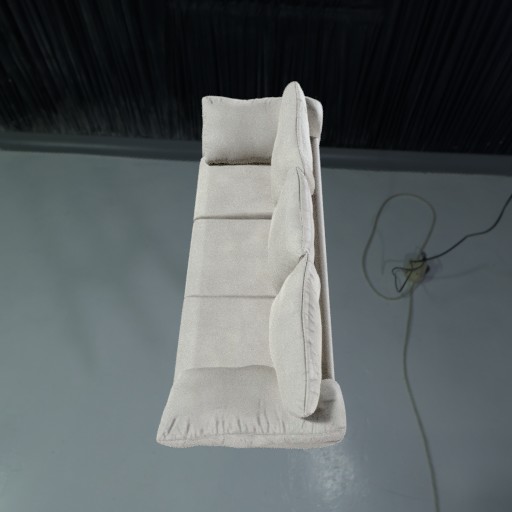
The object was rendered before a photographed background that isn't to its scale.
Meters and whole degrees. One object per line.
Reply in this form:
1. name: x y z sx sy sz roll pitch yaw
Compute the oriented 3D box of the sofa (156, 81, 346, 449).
1. sofa: 0.000 0.000 2.802 0.878 0.996 2.334 1 59 1
